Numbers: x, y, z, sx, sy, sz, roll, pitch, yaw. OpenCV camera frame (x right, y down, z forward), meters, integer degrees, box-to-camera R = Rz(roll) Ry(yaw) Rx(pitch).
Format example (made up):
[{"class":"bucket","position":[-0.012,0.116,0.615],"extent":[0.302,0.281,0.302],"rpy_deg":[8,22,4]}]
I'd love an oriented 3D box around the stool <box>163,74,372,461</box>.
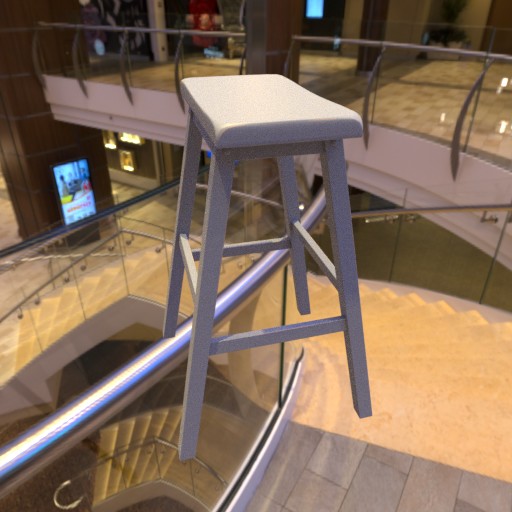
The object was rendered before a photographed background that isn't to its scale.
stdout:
[{"class":"stool","position":[0.000,0.000,1.050],"extent":[0.476,0.737,0.457],"rpy_deg":[-8,31,-13]}]
